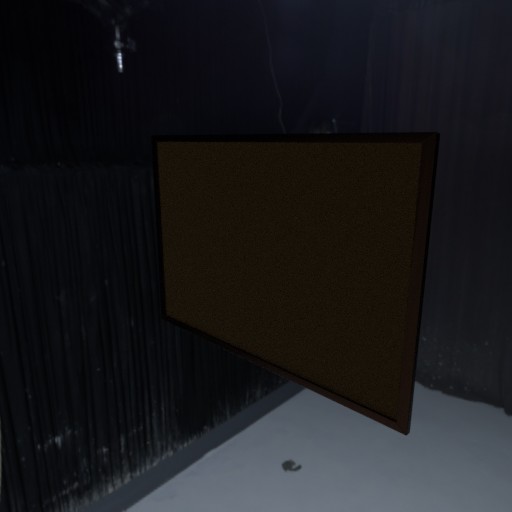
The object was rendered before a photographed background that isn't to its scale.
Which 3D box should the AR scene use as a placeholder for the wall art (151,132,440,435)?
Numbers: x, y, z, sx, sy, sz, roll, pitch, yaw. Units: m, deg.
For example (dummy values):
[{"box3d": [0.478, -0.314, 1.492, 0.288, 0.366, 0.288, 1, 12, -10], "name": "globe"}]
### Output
[{"box3d": [0.000, 0.000, 1.056, 0.816, 0.559, 0.014, 14, 20, 42], "name": "wall art"}]
